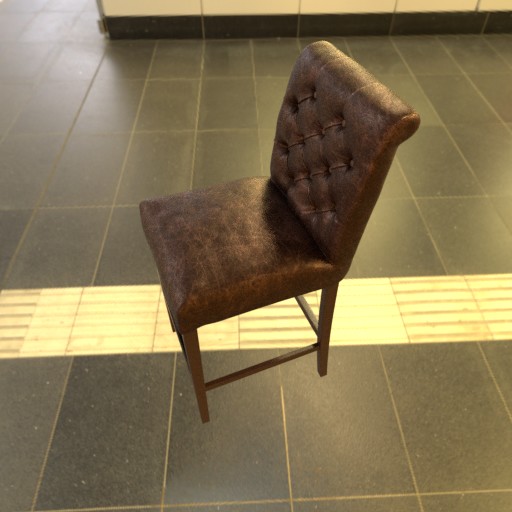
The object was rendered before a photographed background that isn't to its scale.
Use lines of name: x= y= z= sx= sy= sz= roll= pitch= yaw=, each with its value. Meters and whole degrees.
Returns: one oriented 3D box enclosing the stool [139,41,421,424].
stool: x=0.000 y=0.000 z=1.487 sx=0.659 sy=1.168 sz=0.483 roll=-17 pitch=49 yaw=-15
